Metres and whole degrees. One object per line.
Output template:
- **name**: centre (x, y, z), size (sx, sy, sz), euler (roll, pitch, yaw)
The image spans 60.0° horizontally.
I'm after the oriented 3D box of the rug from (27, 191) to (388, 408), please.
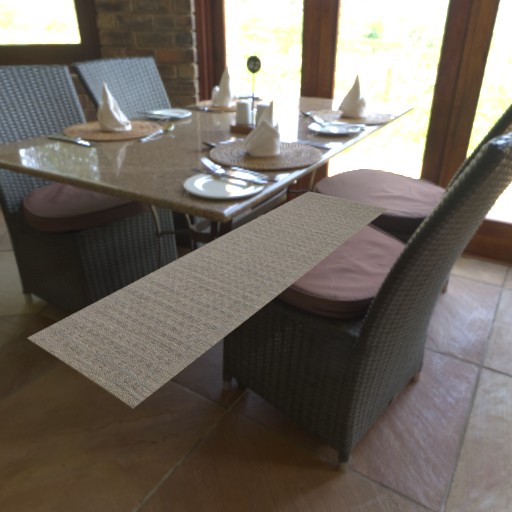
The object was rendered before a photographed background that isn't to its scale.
- **rug**: centre (0.000, 0.000, 2.621), size (0.688, 0.005, 2.437), euler (18, 32, 31)
